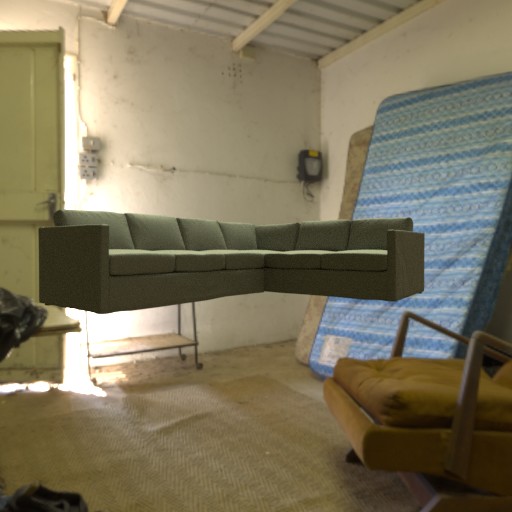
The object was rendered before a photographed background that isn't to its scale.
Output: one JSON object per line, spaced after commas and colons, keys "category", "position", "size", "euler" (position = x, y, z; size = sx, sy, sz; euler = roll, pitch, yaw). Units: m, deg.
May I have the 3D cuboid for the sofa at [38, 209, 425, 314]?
{"category": "sofa", "position": [0.000, 0.000, 4.441], "size": [2.432, 0.871, 3.182], "euler": [0, 1, 36]}
